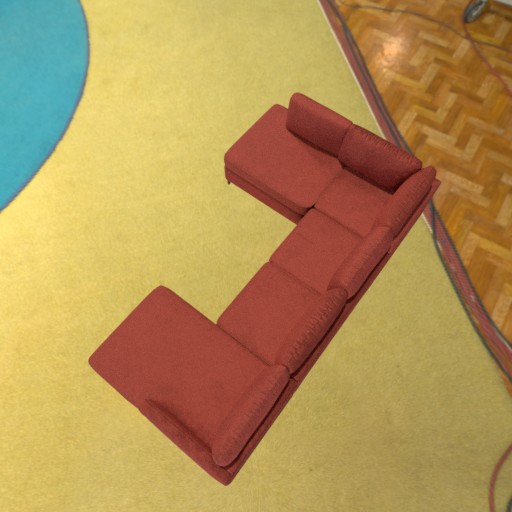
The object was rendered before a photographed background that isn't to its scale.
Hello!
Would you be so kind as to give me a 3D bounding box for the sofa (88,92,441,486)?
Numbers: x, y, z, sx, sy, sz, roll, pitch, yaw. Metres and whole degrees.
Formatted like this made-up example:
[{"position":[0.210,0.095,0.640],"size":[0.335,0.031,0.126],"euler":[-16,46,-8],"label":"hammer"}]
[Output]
[{"position":[0.000,0.000,4.277],"size":[2.055,0.992,3.434],"euler":[35,69,16],"label":"sofa"}]
